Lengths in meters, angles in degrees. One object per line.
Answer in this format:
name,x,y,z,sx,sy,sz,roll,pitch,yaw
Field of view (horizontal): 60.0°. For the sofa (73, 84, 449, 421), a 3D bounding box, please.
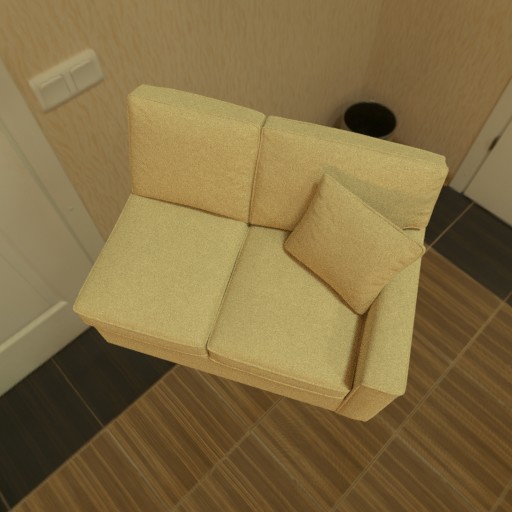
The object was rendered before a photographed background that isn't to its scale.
sofa,0.000,0.000,2.019,1.388,0.989,0.991,15,61,8
